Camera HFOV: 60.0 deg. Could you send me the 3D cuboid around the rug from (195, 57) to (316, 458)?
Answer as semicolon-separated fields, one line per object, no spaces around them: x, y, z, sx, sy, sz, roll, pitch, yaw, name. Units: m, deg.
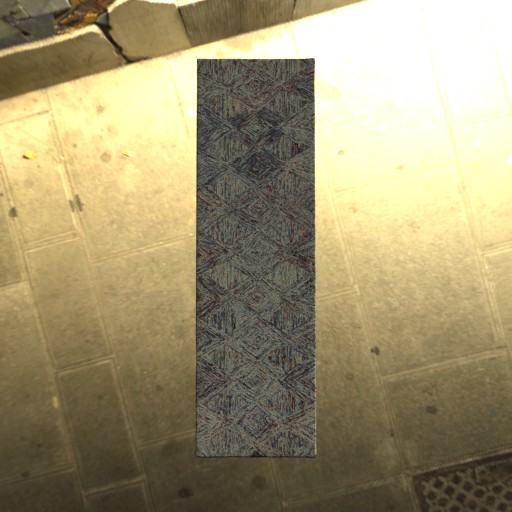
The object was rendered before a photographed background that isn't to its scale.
0.000;0.000;2.538;0.688;0.015;2.292;0;89;0;rug
